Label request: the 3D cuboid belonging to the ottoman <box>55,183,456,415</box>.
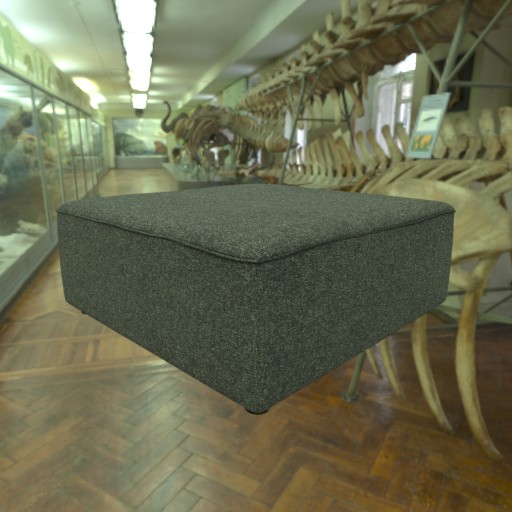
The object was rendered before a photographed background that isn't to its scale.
[{"bbox_3d":[0.000,0.000,1.584,1.021,0.423,1.017,-14,20,-43],"label":"ottoman"}]
